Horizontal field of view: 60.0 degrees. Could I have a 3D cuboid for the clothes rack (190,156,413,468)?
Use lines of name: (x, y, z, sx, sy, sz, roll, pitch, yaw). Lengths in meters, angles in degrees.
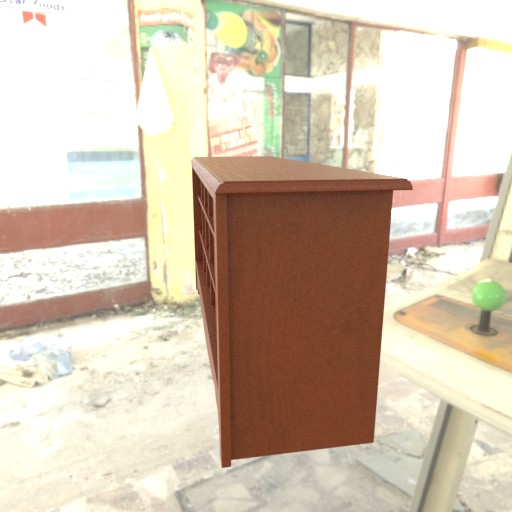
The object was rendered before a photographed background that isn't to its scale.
clothes rack: (0.000, 0.000, 1.448, 0.362, 0.594, 1.251, -3, 15, -10)
